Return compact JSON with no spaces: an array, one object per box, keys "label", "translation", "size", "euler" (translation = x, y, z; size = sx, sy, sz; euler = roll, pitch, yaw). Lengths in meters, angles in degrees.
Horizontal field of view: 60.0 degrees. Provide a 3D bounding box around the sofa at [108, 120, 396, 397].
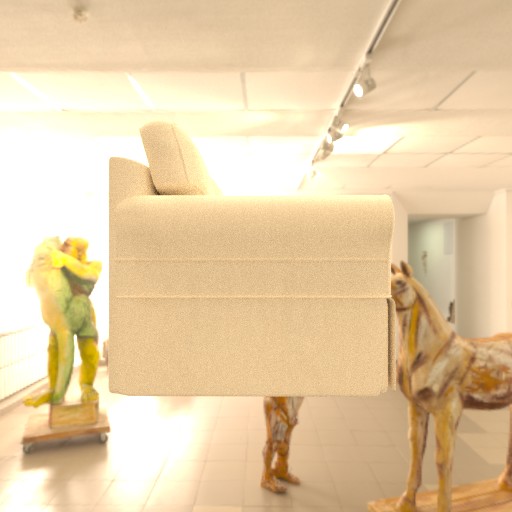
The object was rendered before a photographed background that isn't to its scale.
[{"label":"sofa","translation":[0.000,0.000,2.290],"size":[0.991,0.940,1.727],"euler":[0,0,0]}]
